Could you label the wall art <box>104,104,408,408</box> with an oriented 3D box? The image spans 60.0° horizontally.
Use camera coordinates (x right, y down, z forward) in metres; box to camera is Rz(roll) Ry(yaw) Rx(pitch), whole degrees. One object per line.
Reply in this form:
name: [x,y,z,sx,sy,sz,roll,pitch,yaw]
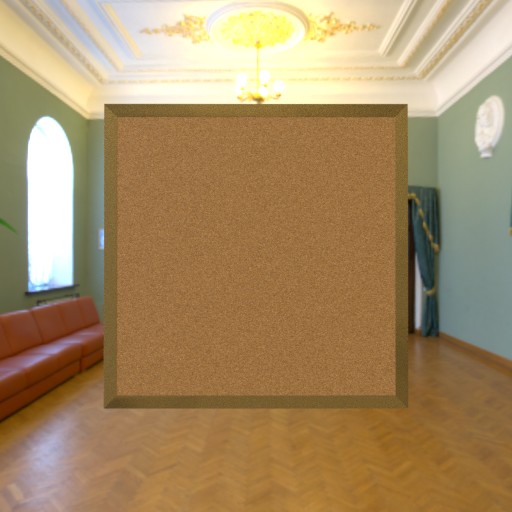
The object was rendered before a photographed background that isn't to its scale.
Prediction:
wall art: [0.000,0.000,0.758,0.507,0.508,0.038,0,0,0]
